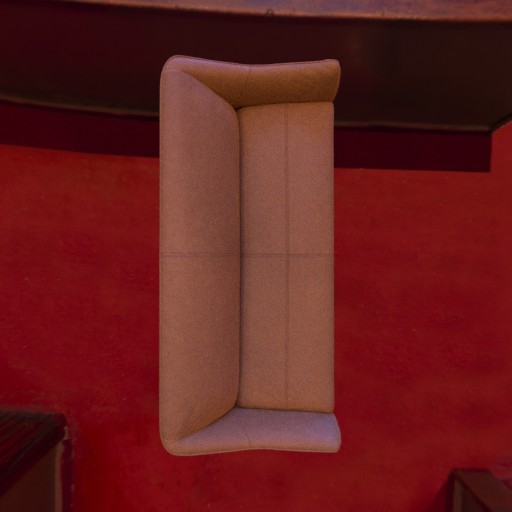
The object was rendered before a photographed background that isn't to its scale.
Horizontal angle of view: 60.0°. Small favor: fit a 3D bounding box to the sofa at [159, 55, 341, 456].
[{"bbox_3d":[0.000,0.000,2.354,0.869,0.830,1.928,0,89,-1],"label":"sofa"}]
